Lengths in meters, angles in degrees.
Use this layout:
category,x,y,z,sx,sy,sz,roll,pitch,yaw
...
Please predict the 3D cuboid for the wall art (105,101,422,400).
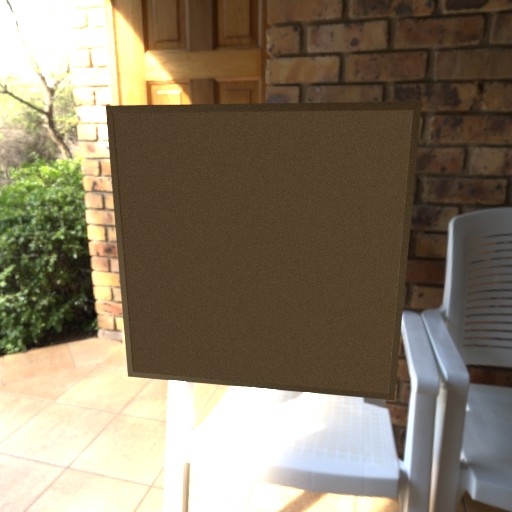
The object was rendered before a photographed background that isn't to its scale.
category,x,y,z,sx,sy,sz,roll,pitch,yaw
wall art,0.000,0.000,1.172,0.762,0.762,0.038,2,15,9
